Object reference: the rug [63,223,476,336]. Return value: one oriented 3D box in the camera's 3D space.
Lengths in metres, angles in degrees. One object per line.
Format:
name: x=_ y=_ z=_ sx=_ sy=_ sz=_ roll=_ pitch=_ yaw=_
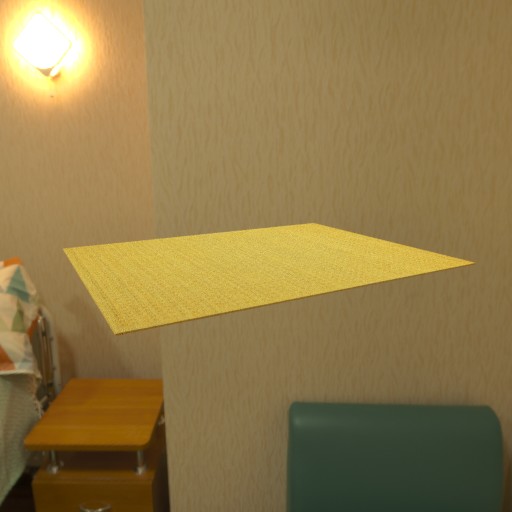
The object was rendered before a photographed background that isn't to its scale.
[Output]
rug: x=0.000 y=0.000 z=4.361 sx=3.242 sy=0.015 sz=2.486 roll=-8 pitch=16 yaw=-28
